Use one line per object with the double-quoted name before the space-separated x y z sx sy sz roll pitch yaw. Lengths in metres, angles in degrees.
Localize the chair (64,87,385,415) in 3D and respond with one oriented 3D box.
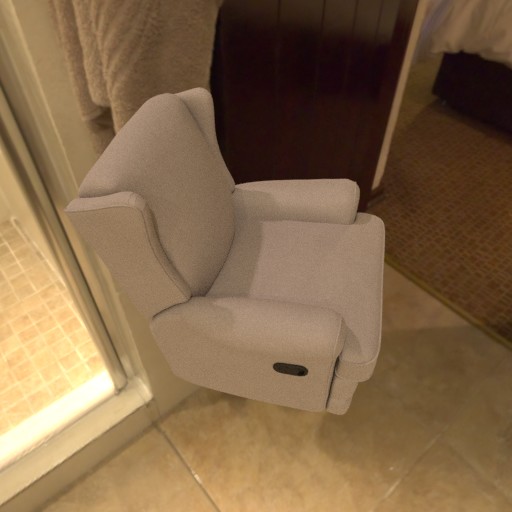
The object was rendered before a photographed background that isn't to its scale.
"chair" 0.000 0.000 1.693 0.969 1.011 0.847 9 48 9
